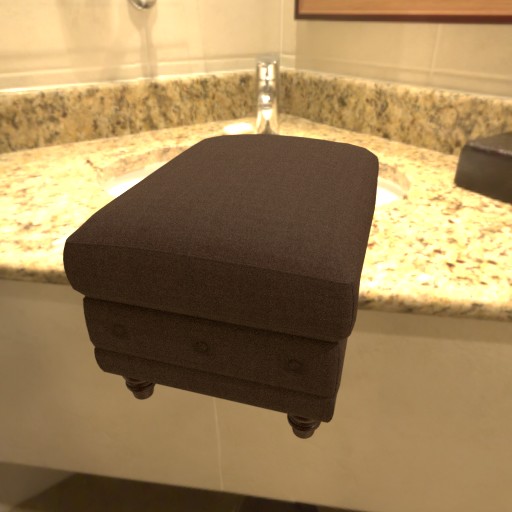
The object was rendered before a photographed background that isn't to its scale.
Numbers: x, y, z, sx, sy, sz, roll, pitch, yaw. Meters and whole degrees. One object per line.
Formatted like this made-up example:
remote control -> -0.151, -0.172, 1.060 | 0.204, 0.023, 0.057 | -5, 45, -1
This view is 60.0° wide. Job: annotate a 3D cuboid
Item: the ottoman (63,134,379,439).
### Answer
ottoman -> 0.000, 0.000, 1.231 | 0.599, 0.555, 0.809 | 8, 30, 14
